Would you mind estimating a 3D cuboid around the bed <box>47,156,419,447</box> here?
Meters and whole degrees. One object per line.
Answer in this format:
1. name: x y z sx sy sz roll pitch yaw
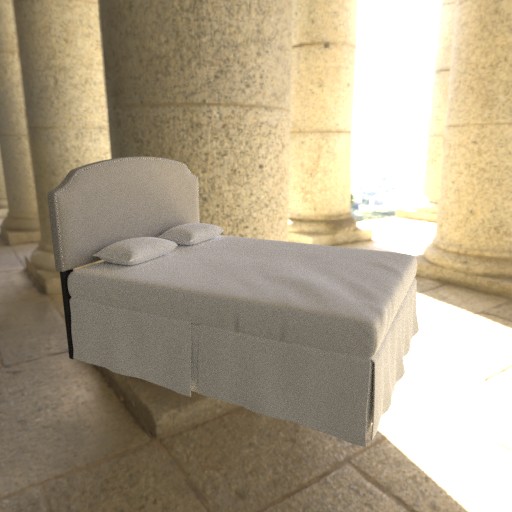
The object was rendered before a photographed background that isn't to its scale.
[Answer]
1. bed: 0.000 0.000 2.943 1.999 1.270 1.558 7 15 25
